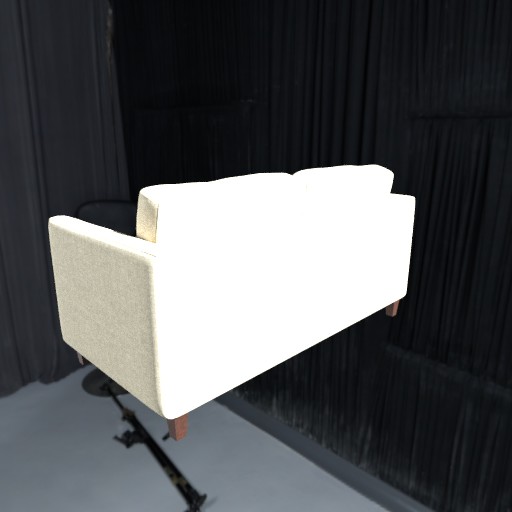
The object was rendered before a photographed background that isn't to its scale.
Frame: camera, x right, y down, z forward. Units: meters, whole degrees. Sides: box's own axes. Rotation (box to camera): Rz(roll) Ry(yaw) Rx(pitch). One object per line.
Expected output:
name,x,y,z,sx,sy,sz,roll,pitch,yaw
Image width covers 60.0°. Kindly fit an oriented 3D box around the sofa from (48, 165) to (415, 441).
sofa,0.000,0.000,2.461,0.950,0.963,1.884,15,22,43
